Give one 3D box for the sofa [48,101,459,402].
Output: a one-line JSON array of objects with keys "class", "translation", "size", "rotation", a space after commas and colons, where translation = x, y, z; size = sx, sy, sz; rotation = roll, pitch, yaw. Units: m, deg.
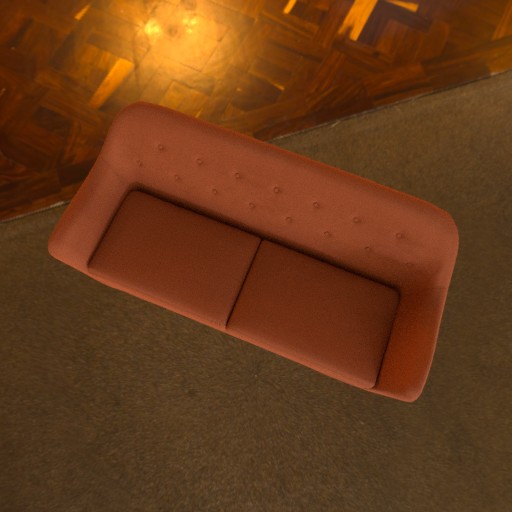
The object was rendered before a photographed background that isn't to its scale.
[{"class": "sofa", "translation": [0.000, 0.000, 2.258], "size": [1.840, 0.836, 0.820], "rotation": [21, 76, 6]}]
